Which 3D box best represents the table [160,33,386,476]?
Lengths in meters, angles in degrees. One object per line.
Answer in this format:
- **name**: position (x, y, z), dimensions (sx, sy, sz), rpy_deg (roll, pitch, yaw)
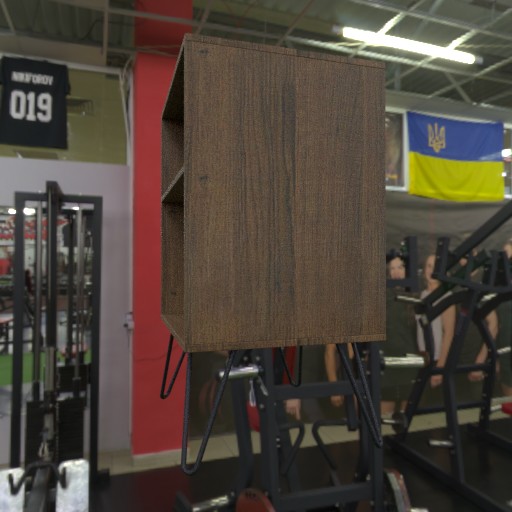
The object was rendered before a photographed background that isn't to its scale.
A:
- **table**: position (0.000, 0.000, 1.174), dimensions (0.457, 0.866, 0.526), rpy_deg (0, 0, -17)
